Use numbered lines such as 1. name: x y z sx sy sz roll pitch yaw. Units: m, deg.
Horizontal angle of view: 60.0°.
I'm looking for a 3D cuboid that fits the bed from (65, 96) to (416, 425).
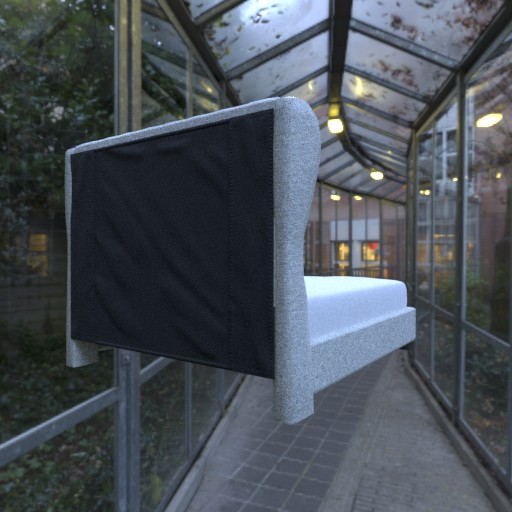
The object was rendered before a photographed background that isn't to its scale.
1. bed: 0.000 0.000 3.910 2.219 1.771 2.347 0 1 36
